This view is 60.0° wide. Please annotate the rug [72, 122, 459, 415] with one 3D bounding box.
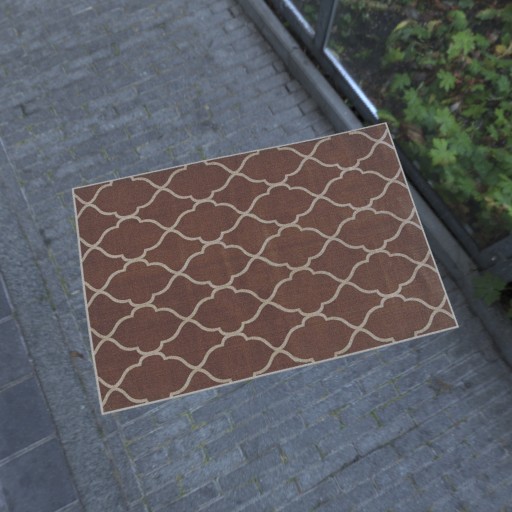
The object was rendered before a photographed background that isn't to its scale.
[{"bbox_3d":[0.000,0.000,2.941,2.294,0.014,1.528,-13,75,-3],"label":"rug"}]
